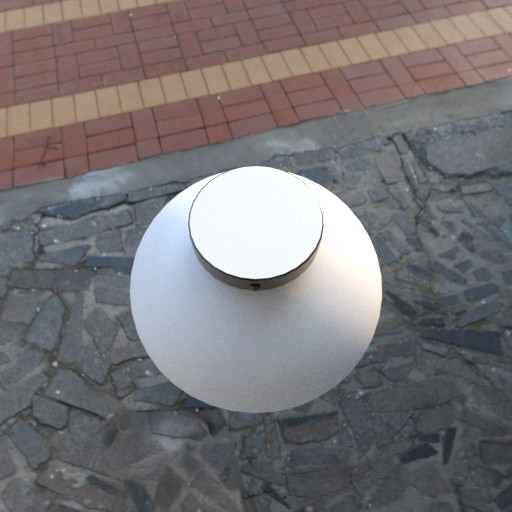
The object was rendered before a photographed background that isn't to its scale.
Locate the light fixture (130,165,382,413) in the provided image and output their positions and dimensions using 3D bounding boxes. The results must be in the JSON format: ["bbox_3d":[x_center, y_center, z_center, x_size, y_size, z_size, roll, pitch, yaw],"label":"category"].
[{"bbox_3d":[0.000,0.000,0.563,0.355,0.177,0.355,0,62,0],"label":"light fixture"}]
